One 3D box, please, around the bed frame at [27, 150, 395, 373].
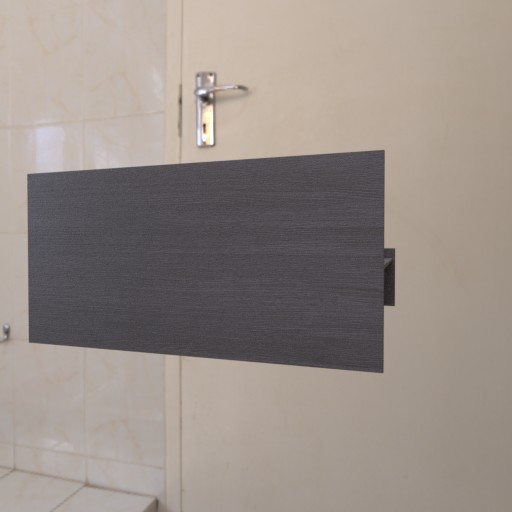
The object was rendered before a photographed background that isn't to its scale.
[{"bbox_3d":[0.000,0.000,2.771,1.622,0.800,1.960,0,1,19],"label":"bed frame"}]
